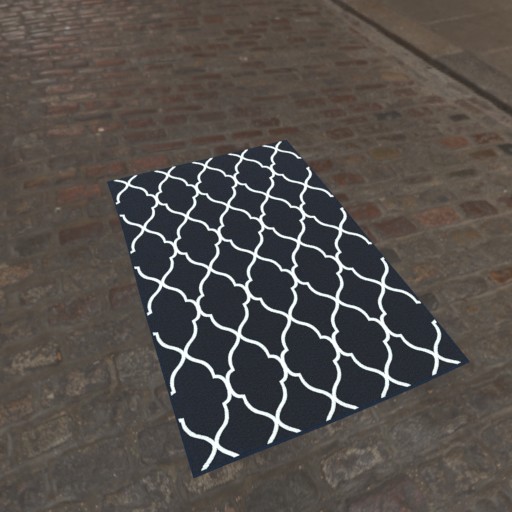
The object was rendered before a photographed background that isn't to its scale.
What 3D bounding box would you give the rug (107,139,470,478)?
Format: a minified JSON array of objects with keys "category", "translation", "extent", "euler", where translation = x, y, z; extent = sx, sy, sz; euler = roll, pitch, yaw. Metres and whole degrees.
[{"category":"rug","translation":[0.000,0.000,2.862],"extent":[1.528,0.014,2.294],"euler":[-17,49,-15]}]
